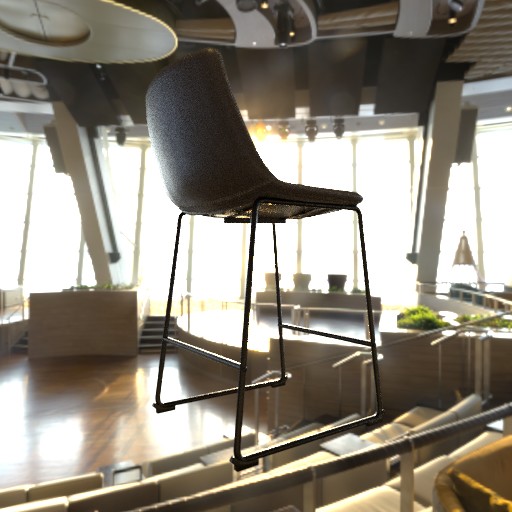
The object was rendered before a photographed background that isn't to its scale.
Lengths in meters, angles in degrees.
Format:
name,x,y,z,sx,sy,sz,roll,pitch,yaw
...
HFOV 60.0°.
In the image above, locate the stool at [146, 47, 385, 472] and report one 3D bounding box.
name,x,y,z,sx,sy,sz,roll,pitch,yaw
stool,0.000,0.000,1.182,0.546,0.876,0.470,0,1,-36
